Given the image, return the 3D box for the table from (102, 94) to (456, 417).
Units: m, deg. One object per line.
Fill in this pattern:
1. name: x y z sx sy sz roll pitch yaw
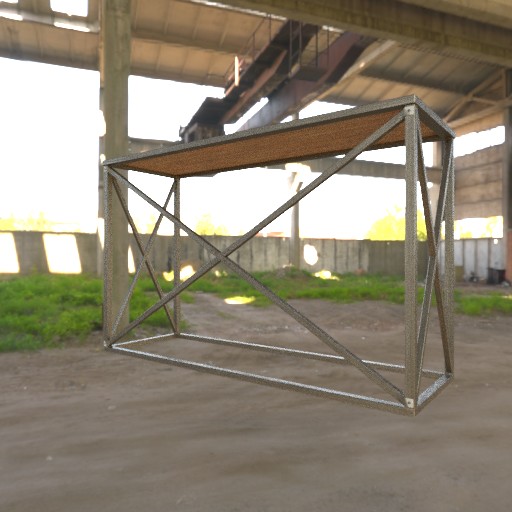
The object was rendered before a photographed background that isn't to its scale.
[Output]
1. table: 0.000 0.000 1.550 1.216 0.753 0.402 0 0 37
